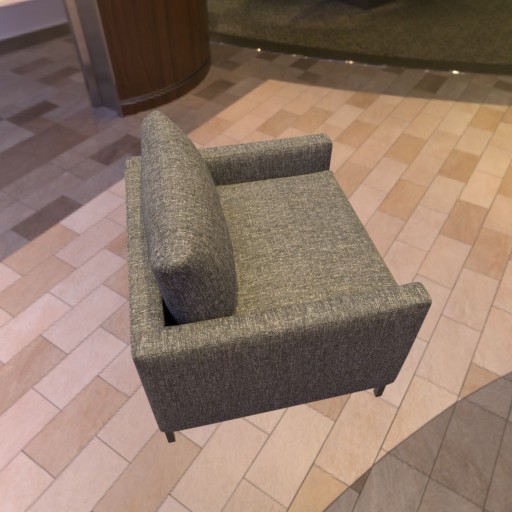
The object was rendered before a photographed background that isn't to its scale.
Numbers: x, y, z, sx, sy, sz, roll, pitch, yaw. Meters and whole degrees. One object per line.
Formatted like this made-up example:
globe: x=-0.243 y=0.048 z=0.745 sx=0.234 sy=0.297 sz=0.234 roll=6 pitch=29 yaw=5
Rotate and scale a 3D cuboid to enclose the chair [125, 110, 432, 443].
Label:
chair: x=0.000 y=0.000 z=1.643 sx=0.866 sy=0.861 sz=0.963 roll=-9 pitch=47 yaw=-9
